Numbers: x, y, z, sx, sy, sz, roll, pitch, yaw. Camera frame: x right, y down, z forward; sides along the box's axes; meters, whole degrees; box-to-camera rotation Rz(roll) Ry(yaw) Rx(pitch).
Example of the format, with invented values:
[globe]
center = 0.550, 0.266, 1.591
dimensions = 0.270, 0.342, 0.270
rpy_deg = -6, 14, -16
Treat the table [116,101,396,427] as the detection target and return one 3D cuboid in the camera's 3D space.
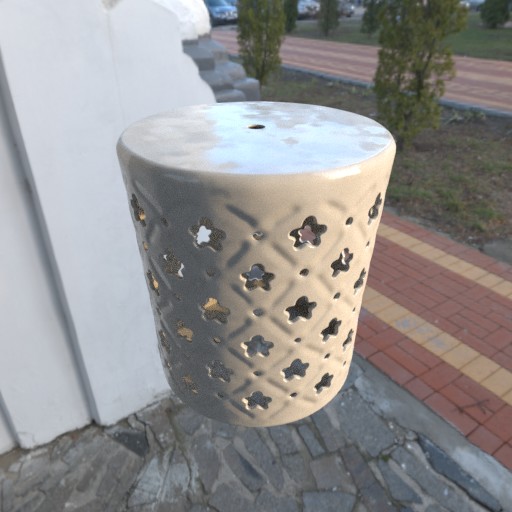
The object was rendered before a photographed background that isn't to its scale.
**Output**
[table]
center = 0.000, 0.000, 0.668
dimensions = 0.352, 0.387, 0.352
rpy_deg = 0, 31, 0
